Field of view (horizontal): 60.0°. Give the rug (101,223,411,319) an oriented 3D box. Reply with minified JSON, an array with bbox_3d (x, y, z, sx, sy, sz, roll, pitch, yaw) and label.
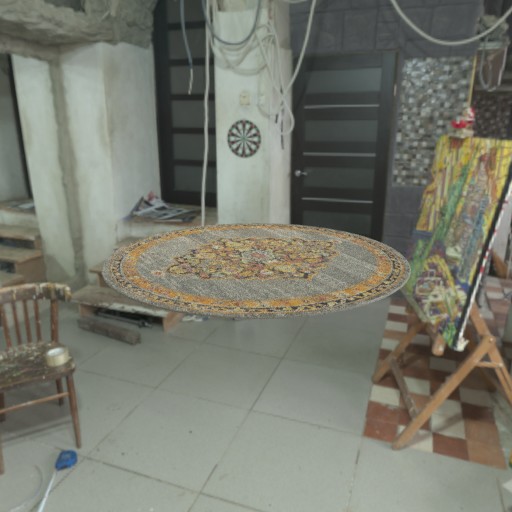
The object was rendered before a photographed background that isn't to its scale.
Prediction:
[{"bbox_3d":[0.000,0.000,3.597,2.382,0.014,2.382,0,17,0],"label":"rug"}]
